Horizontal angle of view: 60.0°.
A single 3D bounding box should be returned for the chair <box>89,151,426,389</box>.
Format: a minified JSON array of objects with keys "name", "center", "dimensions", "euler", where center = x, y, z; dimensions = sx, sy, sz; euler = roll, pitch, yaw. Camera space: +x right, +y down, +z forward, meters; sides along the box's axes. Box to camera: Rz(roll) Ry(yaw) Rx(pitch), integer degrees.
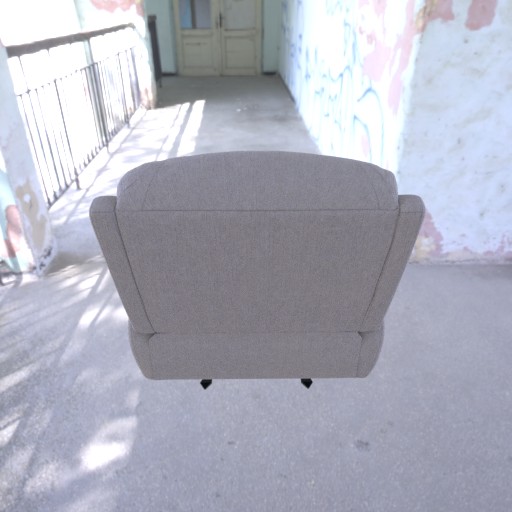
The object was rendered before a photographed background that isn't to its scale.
[{"name":"chair","center":[0.000,0.000,1.700],"dimensions":[0.930,1.011,0.899],"euler":[0,31,-1]}]
